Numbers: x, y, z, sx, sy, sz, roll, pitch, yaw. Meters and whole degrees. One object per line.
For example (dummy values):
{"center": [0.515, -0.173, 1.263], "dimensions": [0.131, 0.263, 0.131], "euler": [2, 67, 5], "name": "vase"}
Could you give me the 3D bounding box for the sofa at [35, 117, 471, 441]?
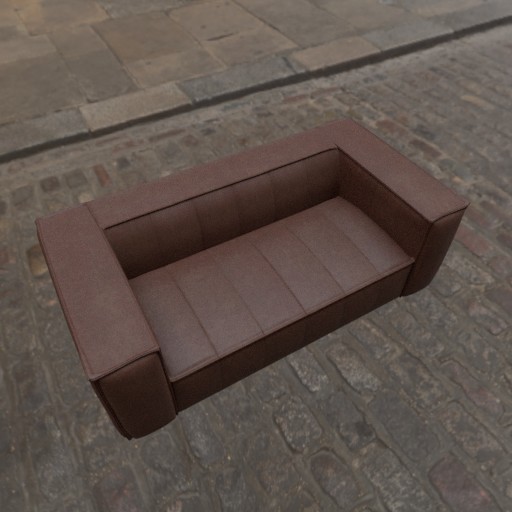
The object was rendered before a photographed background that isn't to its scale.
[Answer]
{"center": [0.000, 0.000, 2.555], "dimensions": [2.088, 0.703, 1.102], "euler": [-23, 51, -20], "name": "sofa"}
